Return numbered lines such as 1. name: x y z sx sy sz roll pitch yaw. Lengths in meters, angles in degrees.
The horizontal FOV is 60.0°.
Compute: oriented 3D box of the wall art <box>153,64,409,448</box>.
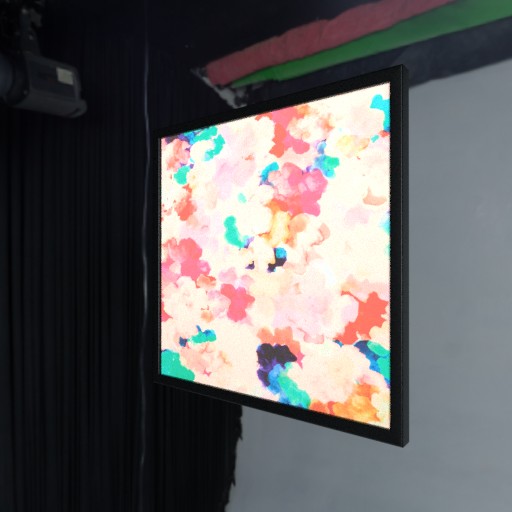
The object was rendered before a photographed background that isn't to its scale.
1. wall art: 0.000 0.000 1.116 0.756 0.755 0.036 0 0 38
